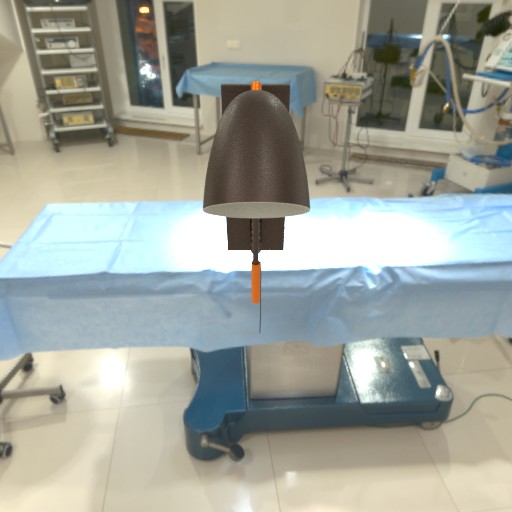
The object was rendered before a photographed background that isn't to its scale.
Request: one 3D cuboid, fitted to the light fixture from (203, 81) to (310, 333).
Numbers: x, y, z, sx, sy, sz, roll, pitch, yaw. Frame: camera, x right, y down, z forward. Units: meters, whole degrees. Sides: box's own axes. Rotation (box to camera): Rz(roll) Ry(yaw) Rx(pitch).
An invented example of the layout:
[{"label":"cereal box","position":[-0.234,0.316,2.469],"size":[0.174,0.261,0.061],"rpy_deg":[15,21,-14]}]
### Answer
[{"label":"light fixture","position":[0.000,0.000,0.924],"size":[0.162,0.715,0.499],"rpy_deg":[0,31,0]}]
